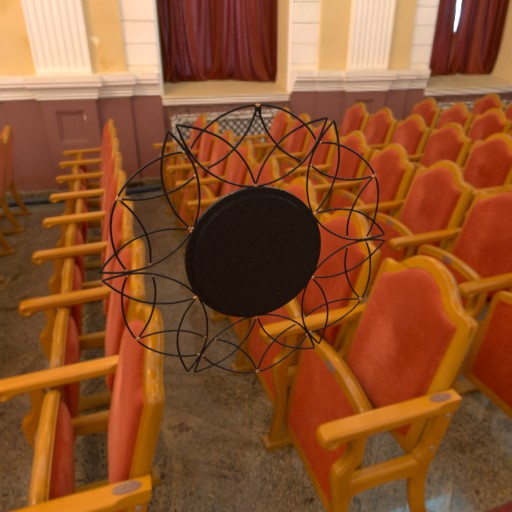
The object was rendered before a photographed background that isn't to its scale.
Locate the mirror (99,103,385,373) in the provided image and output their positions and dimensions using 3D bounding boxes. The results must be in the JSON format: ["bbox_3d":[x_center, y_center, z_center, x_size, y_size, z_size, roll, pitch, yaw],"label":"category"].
[{"bbox_3d":[0.000,0.000,1.184,0.797,0.775,0.028,-8,26,-16],"label":"mirror"}]
